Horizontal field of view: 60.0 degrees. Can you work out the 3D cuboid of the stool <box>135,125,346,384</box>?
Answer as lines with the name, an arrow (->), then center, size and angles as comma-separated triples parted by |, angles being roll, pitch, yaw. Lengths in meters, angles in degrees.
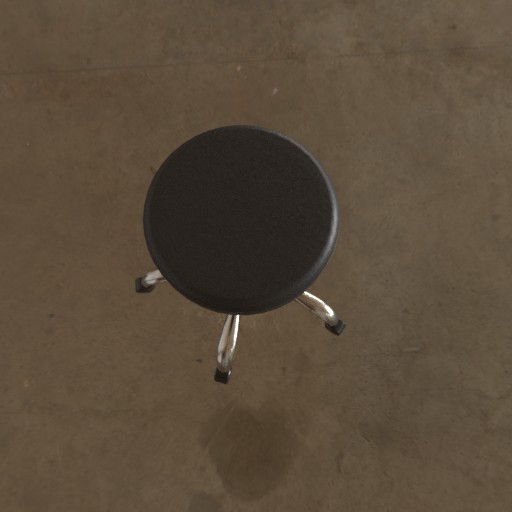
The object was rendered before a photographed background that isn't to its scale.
stool -> 0.000, 0.000, 1.157 | 0.638, 0.576, 0.673 | 32, 78, 8
